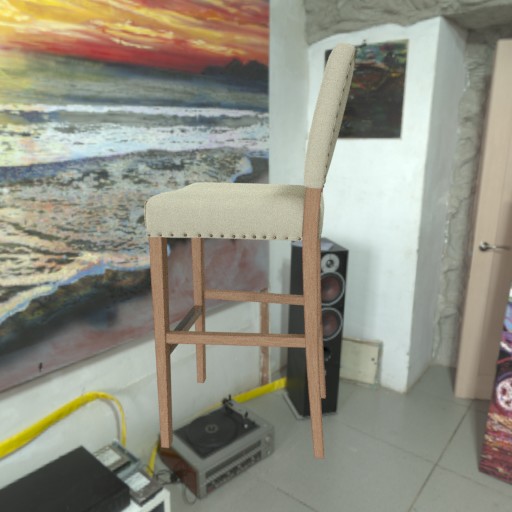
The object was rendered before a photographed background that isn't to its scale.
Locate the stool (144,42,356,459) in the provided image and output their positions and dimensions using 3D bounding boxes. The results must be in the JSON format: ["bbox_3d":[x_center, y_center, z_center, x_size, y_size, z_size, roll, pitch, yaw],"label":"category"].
[{"bbox_3d":[0.000,0.000,1.388,0.546,1.143,0.428,2,15,9],"label":"stool"}]
